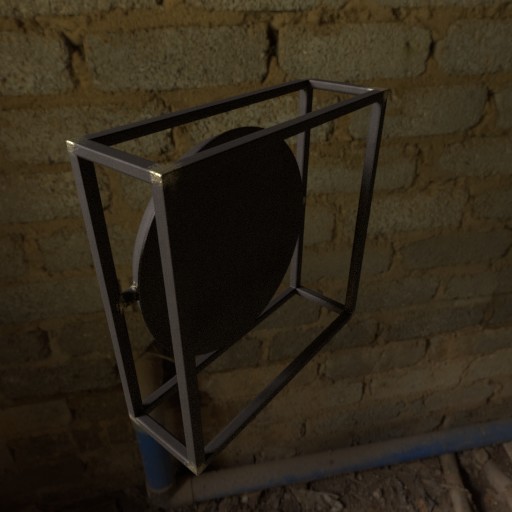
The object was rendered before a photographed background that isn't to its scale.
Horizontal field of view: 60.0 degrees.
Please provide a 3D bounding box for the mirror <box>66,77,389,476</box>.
[{"bbox_3d":[0.000,0.000,0.469,0.107,0.303,0.306,23,39,32],"label":"mirror"}]
